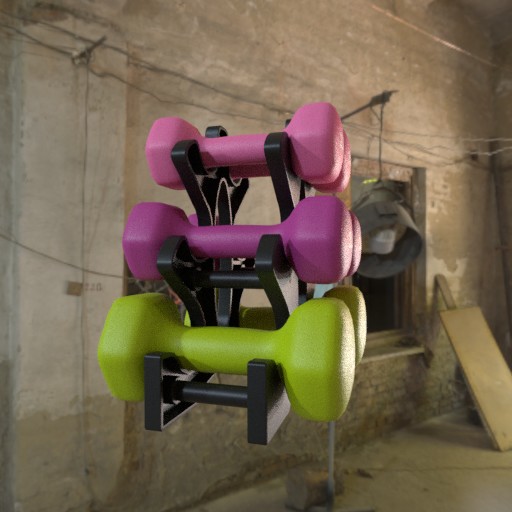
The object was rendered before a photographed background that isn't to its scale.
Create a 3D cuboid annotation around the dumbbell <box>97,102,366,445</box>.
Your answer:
[{"bbox_3d":[0.000,0.000,0.439,0.203,0.261,0.257,0,0,17],"label":"dumbbell"}]
